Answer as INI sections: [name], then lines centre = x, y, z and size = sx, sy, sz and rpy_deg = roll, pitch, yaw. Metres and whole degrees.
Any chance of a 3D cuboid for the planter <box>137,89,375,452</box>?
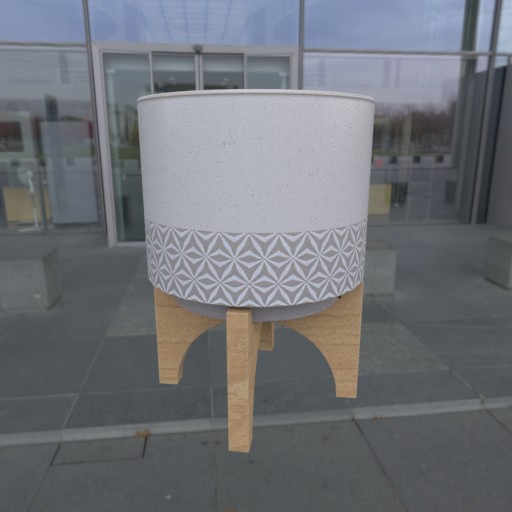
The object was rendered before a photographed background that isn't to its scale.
[planter]
centre = 0.000, 0.000, 0.521
size = 0.249, 0.343, 0.249
rpy_deg = 0, 15, 0
